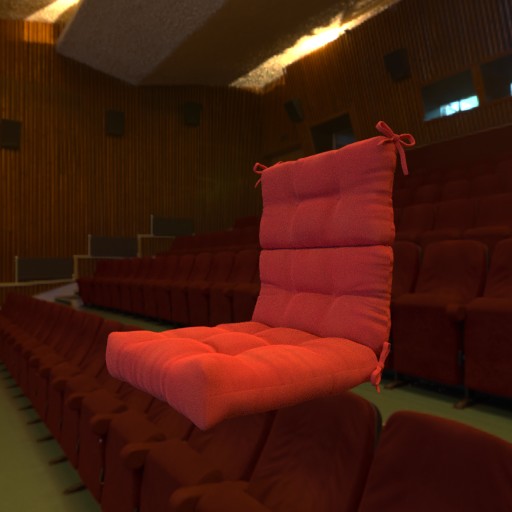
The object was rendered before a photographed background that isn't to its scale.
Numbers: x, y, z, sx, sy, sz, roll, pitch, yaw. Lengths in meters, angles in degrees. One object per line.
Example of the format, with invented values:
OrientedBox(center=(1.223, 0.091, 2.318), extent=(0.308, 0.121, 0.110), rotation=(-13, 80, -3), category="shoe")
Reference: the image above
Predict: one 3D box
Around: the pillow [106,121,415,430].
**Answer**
OrientedBox(center=(0.000, 0.000, 1.043), extent=(0.571, 0.605, 0.519), rotation=(1, -1, -36), category="pillow")
